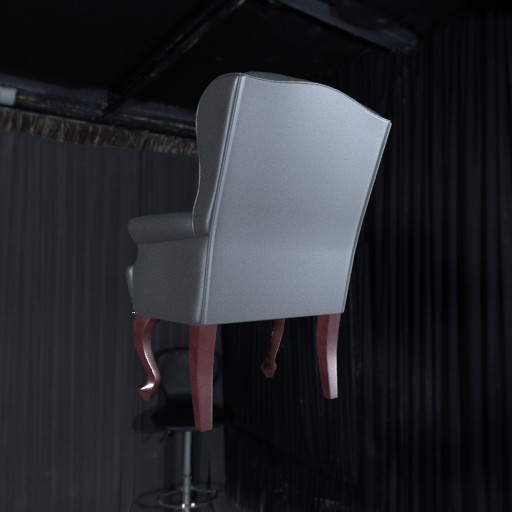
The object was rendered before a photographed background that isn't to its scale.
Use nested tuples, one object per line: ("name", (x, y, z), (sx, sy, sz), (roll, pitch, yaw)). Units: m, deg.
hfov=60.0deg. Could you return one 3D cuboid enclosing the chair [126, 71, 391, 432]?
("chair", (0.000, 0.000, 1.678), (0.838, 1.111, 0.762), (1, -2, -37))
